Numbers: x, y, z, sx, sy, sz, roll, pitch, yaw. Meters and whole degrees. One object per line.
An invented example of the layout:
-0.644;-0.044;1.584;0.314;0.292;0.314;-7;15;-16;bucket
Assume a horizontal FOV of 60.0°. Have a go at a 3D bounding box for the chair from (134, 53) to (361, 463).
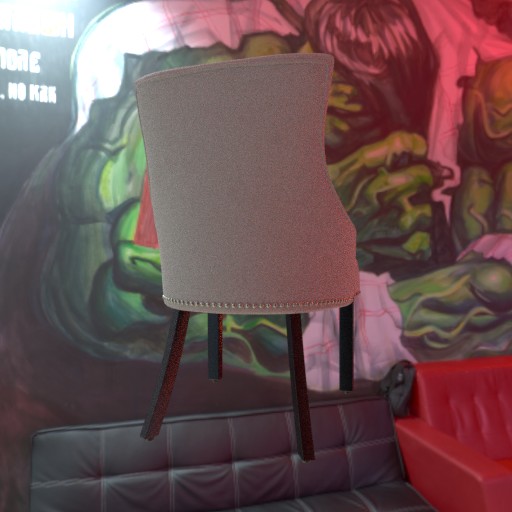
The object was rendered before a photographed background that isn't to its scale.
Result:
0.000;0.000;1.290;0.566;0.909;0.629;0;0;17;chair
